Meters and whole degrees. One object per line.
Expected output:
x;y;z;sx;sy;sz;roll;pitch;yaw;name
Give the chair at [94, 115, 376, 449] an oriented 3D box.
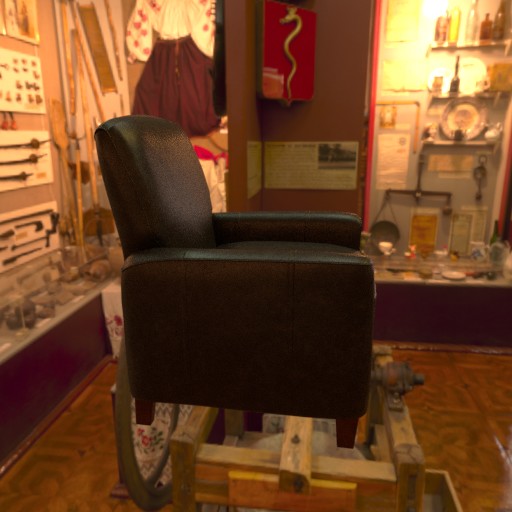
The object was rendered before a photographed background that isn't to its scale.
0.000;0.000;1.661;0.864;1.014;0.848;3;15;9;chair
